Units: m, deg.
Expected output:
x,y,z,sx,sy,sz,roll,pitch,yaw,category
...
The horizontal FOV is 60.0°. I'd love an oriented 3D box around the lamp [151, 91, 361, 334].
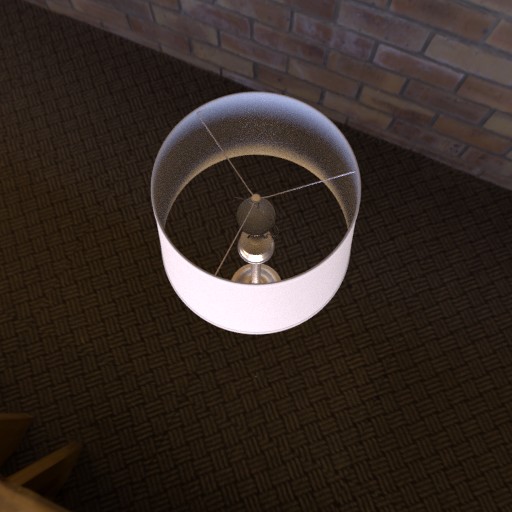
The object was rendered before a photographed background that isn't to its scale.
x,y,z,sx,sy,sz,roll,pitch,yaw,category
0.000,0.000,0.888,0.331,0.698,0.331,0,75,0,lamp
